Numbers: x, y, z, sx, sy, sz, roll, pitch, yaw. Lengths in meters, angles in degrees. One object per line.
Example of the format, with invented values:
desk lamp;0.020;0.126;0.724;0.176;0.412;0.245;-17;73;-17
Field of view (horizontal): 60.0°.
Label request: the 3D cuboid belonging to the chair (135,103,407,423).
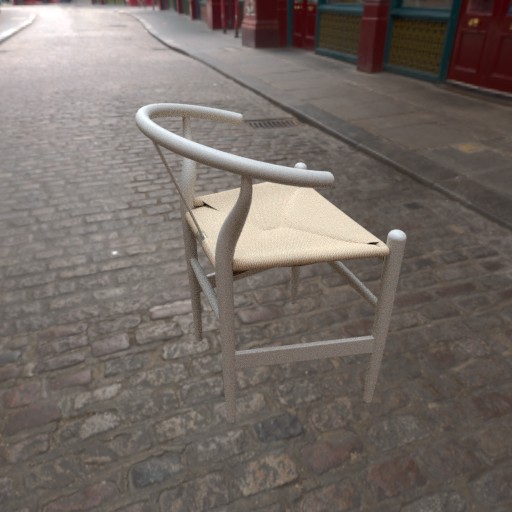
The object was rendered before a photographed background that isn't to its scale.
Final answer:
chair;0.000;0.000;1.124;0.500;0.736;0.533;-11;32;-18
